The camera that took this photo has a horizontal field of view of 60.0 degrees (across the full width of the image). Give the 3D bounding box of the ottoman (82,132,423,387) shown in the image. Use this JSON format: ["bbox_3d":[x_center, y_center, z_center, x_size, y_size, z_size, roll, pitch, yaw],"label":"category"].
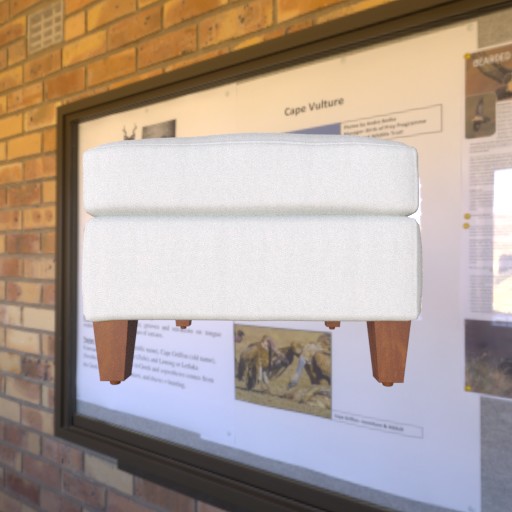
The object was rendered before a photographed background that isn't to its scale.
[{"bbox_3d":[0.000,0.000,1.188,0.634,0.496,0.818,0,-1,1],"label":"ottoman"}]
